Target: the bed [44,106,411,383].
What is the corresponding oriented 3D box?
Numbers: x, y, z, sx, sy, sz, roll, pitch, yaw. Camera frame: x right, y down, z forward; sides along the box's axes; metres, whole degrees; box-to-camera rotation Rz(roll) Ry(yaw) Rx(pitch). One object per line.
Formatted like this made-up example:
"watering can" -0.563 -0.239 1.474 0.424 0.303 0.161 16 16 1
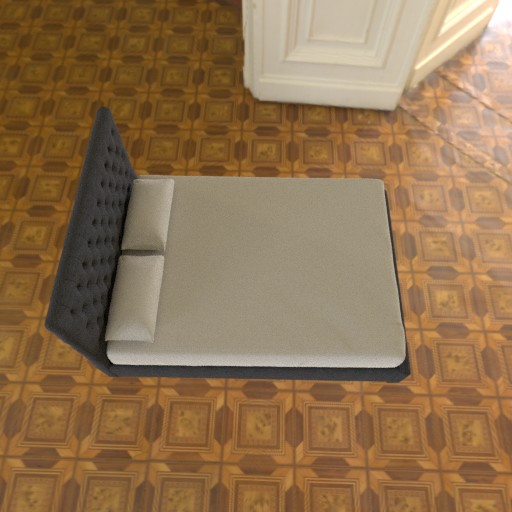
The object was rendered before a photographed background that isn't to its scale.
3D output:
"bed" 0.000 0.000 3.465 2.387 1.427 1.698 1 63 1
